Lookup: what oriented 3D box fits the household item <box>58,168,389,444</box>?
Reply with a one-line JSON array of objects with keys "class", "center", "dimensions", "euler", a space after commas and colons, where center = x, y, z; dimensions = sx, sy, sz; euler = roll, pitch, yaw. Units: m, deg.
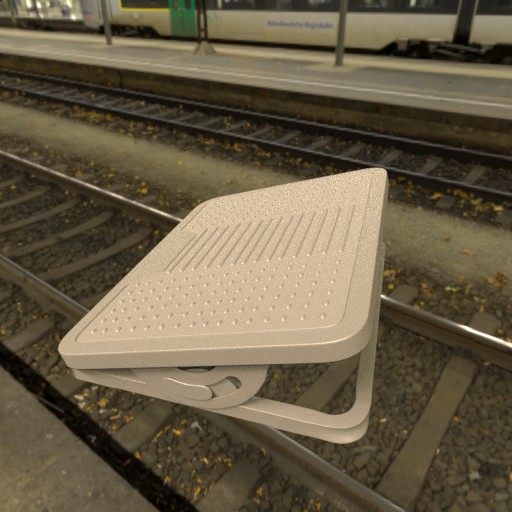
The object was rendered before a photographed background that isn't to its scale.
[{"class": "household item", "center": [0.000, 0.000, 0.529], "dimensions": [0.301, 0.126, 0.390], "euler": [9, 31, 14]}]
